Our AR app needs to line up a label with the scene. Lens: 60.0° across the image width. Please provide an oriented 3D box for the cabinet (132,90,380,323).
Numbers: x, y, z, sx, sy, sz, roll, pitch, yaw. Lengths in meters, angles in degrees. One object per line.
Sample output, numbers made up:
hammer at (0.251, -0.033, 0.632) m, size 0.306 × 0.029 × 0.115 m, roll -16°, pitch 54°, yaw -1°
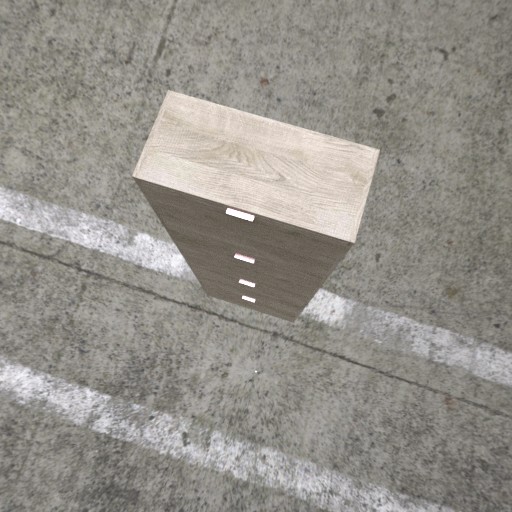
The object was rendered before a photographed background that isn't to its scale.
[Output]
cabinet at (0.000, 0.000, 1.798) m, size 0.520 × 1.630 × 0.250 m, roll 17°, pitch 76°, yaw 4°
